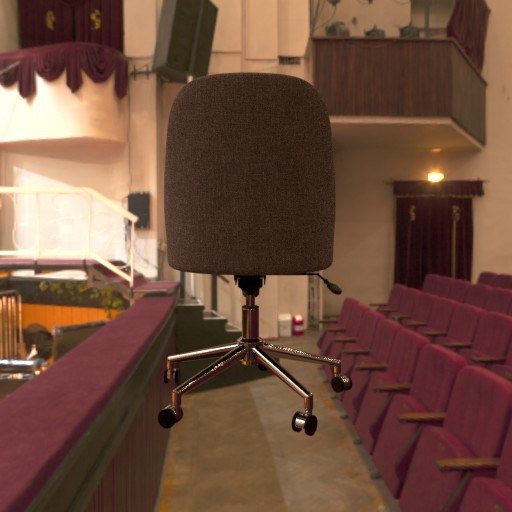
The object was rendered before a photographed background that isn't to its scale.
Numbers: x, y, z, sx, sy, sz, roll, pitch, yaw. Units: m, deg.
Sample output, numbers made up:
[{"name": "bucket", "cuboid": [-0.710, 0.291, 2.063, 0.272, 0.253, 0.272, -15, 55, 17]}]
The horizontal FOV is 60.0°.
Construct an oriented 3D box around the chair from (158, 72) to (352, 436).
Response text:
[{"name": "chair", "cuboid": [0.000, 0.000, 1.475, 0.671, 0.950, 0.712, 0, 2, 0]}]
